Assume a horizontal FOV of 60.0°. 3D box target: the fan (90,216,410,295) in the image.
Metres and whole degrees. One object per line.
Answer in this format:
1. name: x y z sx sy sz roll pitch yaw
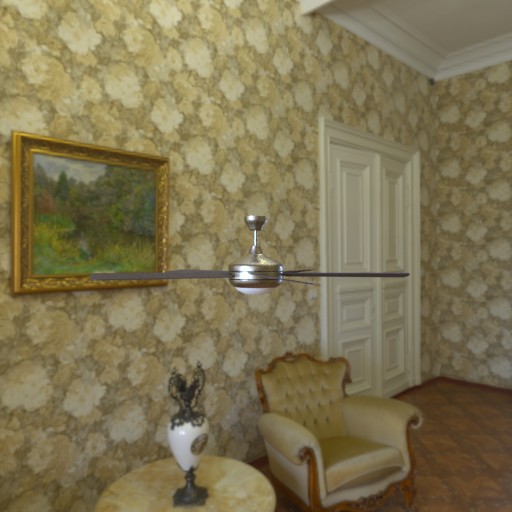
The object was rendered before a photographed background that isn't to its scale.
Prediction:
1. fan: 0.000 0.000 2.011 1.321 0.356 1.321 0 -1 0
